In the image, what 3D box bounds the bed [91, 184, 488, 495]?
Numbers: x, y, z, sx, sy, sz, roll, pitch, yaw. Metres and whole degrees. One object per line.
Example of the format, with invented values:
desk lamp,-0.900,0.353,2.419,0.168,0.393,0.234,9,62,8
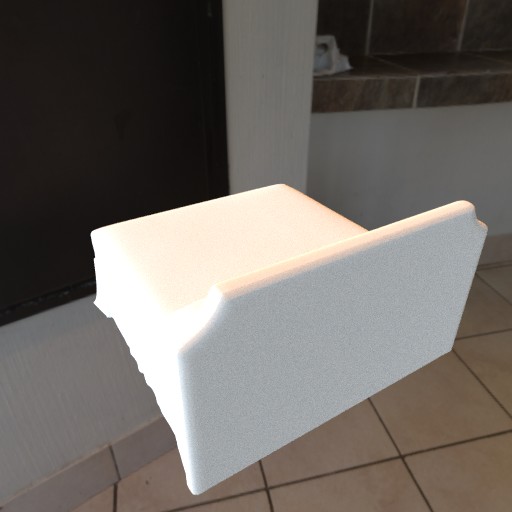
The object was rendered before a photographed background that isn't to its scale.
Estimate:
bed,0.000,0.000,3.350,2.160,1.301,2.204,-18,36,-27
